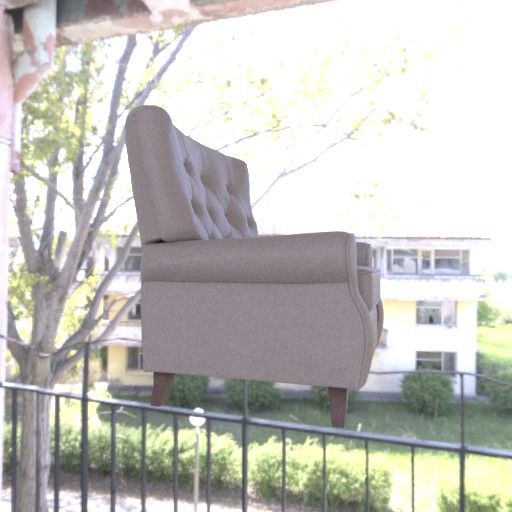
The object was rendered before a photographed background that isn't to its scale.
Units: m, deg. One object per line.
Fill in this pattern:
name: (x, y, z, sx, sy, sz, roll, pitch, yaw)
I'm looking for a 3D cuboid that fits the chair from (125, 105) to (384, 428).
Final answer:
chair: (0.000, 0.000, 1.929, 1.041, 1.138, 0.999, 0, -1, 19)
